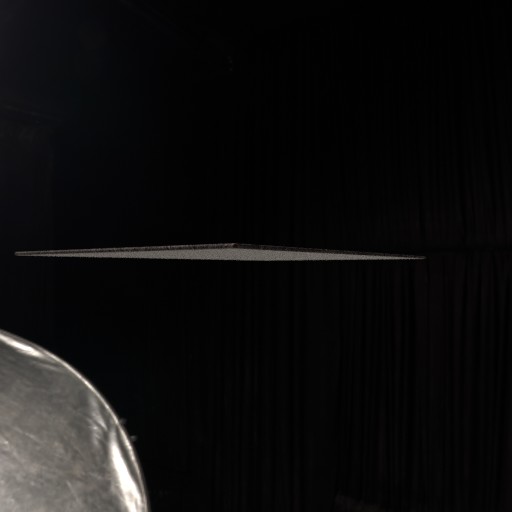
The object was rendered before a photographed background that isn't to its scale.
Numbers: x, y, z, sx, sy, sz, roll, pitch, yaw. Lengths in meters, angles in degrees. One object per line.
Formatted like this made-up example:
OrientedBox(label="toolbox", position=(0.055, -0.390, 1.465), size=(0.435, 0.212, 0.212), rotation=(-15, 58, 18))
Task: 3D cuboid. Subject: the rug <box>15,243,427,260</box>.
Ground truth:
OrientedBox(label="rug", position=(0.000, 0.000, 2.841), size=(1.501, 0.017, 2.298), rotation=(-1, -2, 36))
